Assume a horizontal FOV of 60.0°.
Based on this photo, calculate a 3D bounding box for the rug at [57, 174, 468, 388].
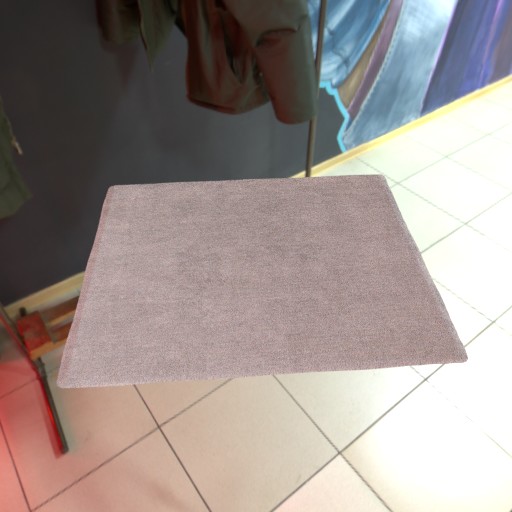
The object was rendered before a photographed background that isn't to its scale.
[{"bbox_3d":[0.000,0.000,3.893,2.933,0.027,2.332,-3,45,-3],"label":"rug"}]
